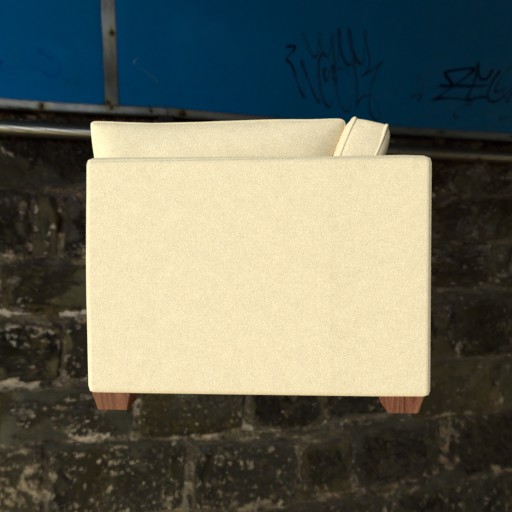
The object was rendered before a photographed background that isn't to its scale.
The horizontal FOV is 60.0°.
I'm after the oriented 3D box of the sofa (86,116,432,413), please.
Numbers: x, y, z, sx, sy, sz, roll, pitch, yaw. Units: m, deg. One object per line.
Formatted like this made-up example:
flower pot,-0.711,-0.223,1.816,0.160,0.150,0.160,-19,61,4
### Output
sofa,0.000,0.000,1.942,1.146,1.002,1.084,0,1,2
